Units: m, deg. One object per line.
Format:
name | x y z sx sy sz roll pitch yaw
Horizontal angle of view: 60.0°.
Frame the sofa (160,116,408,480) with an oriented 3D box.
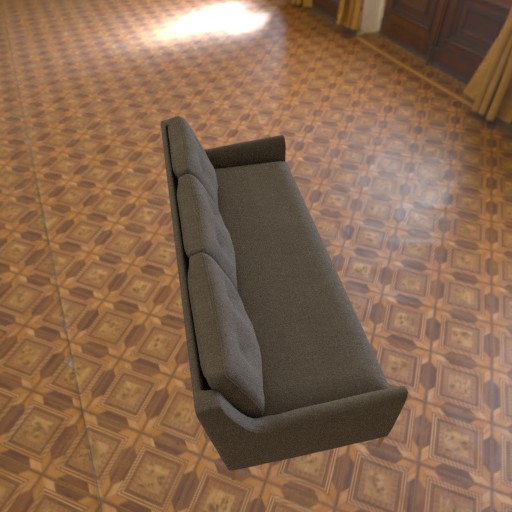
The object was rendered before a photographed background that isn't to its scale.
sofa | 0.000 0.000 2.491 0.849 0.837 2.060 -9 46 -8
